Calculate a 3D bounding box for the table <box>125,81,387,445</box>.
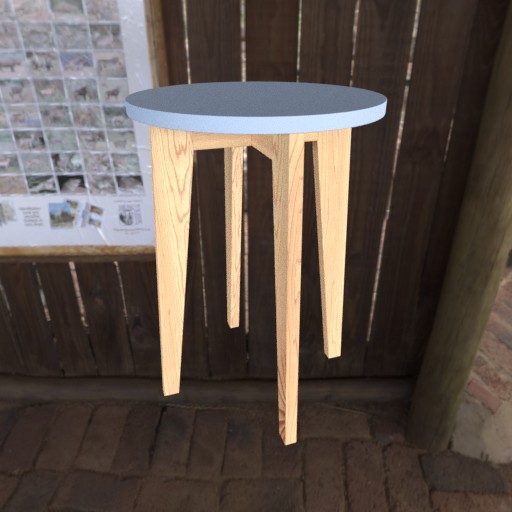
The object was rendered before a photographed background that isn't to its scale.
[{"bbox_3d":[0.000,0.000,0.726,0.350,0.500,0.350,0,27,0],"label":"table"}]
